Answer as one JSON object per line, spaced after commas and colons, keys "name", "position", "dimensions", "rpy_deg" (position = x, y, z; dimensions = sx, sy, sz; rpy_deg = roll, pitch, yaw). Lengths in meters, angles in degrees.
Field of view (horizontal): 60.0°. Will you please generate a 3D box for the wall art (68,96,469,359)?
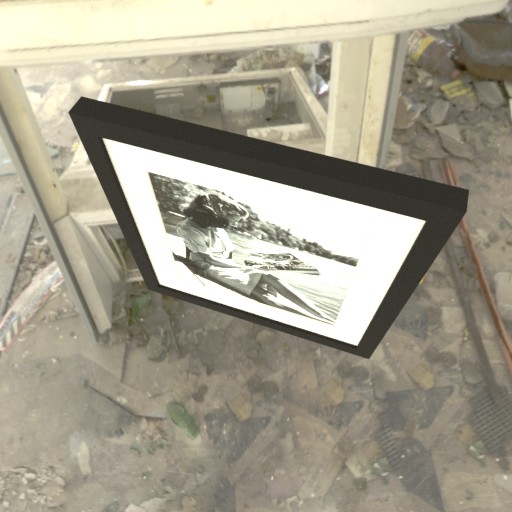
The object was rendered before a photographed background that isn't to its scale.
{"name": "wall art", "position": [0.000, 0.000, 0.691], "dimensions": [0.462, 0.458, 0.030], "rpy_deg": [16, 60, 10]}
